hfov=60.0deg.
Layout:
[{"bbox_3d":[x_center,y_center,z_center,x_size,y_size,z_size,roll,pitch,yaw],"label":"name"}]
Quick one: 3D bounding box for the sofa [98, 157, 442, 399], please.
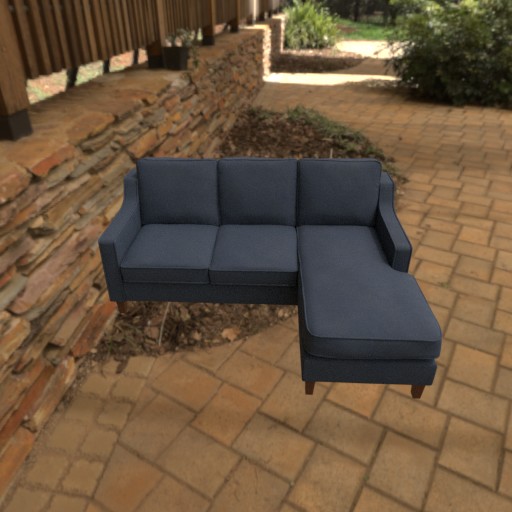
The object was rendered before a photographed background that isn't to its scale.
[{"bbox_3d":[0.000,0.000,3.365,2.317,1.066,1.858,1,31,2],"label":"sofa"}]
